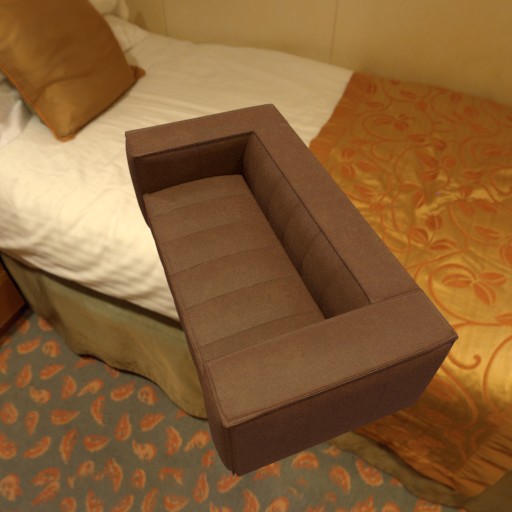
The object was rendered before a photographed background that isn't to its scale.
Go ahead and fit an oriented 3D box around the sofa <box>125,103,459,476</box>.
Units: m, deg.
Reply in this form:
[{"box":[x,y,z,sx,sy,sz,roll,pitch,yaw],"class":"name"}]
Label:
[{"box":[0.000,0.000,2.596,1.102,0.703,2.088,-16,50,-14],"class":"sofa"}]
